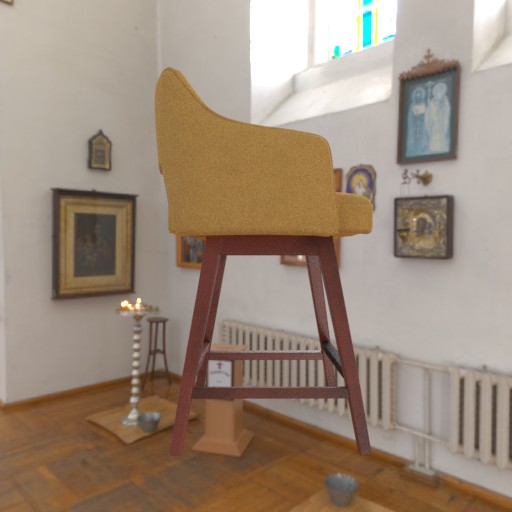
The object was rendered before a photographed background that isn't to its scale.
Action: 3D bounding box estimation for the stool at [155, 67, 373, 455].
[{"bbox_3d":[0.000,0.000,1.258,0.558,0.924,0.548,0,0,0],"label":"stool"}]
